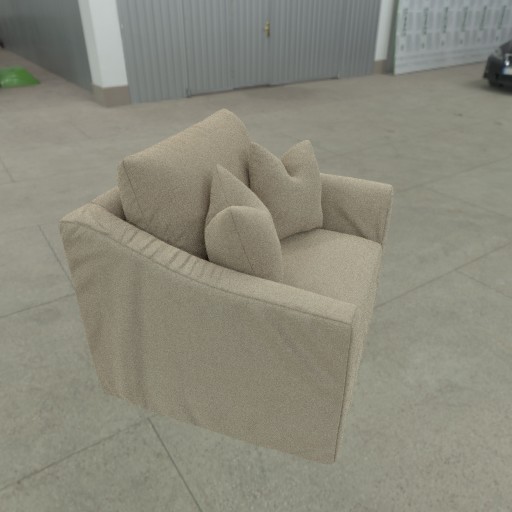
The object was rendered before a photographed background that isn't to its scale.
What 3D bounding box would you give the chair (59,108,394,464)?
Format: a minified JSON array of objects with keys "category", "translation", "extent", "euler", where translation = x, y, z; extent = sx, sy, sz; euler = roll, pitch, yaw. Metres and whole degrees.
[{"category":"chair","translation":[0.000,0.000,2.020],"extent":[1.071,1.093,1.194],"euler":[11,32,18]}]
